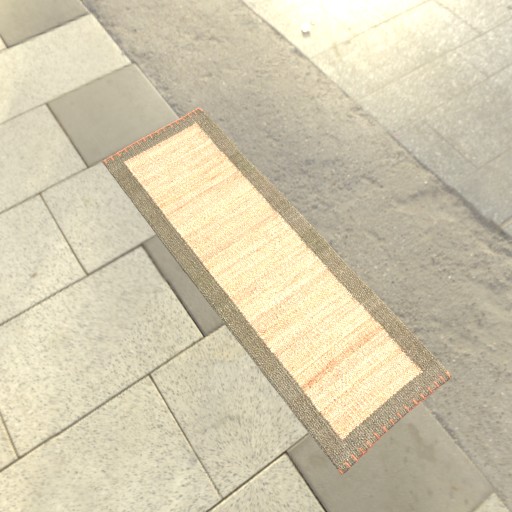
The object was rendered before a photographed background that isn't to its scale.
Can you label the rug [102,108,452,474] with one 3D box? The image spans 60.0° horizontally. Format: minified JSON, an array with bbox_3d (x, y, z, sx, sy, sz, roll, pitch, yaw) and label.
[{"bbox_3d":[0.000,0.000,2.688,0.810,0.016,2.413,-34,69,-15],"label":"rug"}]
